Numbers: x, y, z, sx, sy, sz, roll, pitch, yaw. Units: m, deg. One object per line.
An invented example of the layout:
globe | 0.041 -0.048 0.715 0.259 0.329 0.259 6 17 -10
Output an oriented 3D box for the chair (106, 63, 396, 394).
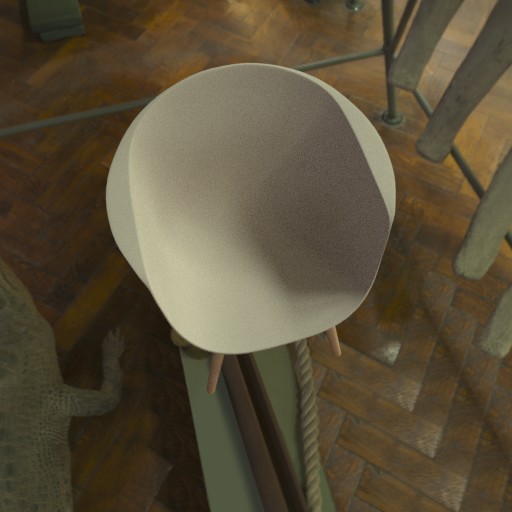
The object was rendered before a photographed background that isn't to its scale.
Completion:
chair | 0.000 0.000 1.154 0.593 0.781 0.504 -14 64 -7
